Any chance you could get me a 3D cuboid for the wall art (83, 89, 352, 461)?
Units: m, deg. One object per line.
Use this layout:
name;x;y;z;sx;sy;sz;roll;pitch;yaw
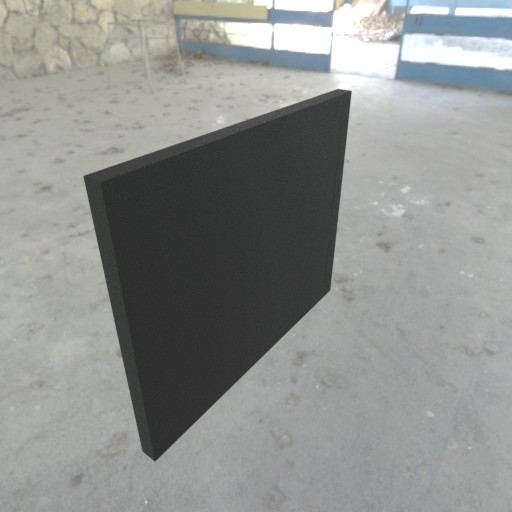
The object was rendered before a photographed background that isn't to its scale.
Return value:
wall art;0.000;0.000;0.760;0.029;0.457;0.558;21;37;31
